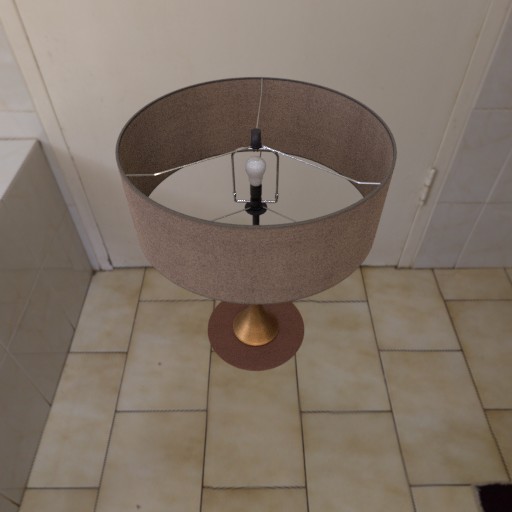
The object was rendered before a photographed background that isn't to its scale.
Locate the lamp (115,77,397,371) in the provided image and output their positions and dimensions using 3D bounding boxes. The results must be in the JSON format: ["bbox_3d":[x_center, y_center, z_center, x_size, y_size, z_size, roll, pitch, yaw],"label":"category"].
[{"bbox_3d":[0.000,0.000,0.864,0.417,0.551,0.396,1,47,1],"label":"lamp"}]
